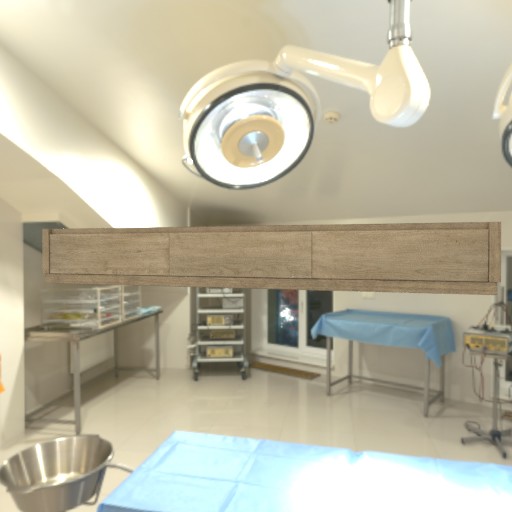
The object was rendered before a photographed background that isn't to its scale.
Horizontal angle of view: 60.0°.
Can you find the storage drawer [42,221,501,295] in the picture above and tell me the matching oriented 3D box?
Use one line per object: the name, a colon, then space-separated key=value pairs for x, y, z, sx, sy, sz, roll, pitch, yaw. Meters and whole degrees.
storage drawer: x=0.000 y=0.000 z=2.222 sx=2.072 sy=0.274 sz=0.591 roll=0 pitch=1 yaw=17
